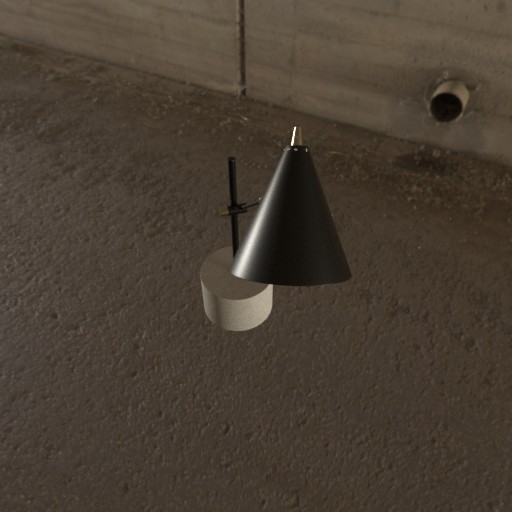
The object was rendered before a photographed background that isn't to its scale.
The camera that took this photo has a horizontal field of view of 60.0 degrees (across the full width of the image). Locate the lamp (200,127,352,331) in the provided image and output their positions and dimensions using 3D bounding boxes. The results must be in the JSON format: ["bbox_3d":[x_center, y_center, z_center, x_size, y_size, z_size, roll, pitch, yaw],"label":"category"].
[{"bbox_3d":[0.000,0.000,0.736,0.214,0.518,0.403,-3,46,-3],"label":"lamp"}]
